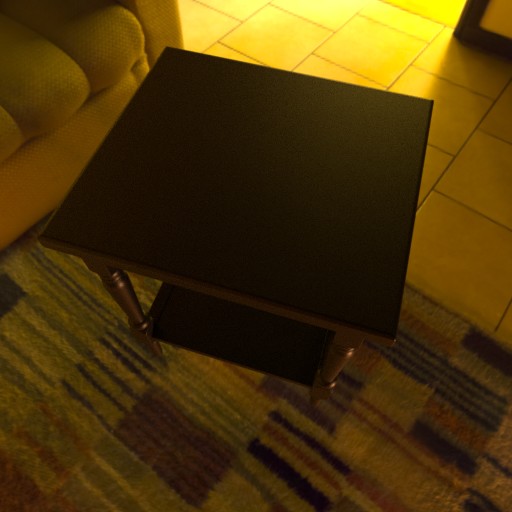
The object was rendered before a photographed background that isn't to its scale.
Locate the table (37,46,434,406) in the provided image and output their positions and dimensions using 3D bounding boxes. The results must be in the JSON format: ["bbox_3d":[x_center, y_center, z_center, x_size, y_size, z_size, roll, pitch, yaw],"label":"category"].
[{"bbox_3d":[0.000,0.000,0.911,0.488,0.565,0.442,15,60,9],"label":"table"}]
